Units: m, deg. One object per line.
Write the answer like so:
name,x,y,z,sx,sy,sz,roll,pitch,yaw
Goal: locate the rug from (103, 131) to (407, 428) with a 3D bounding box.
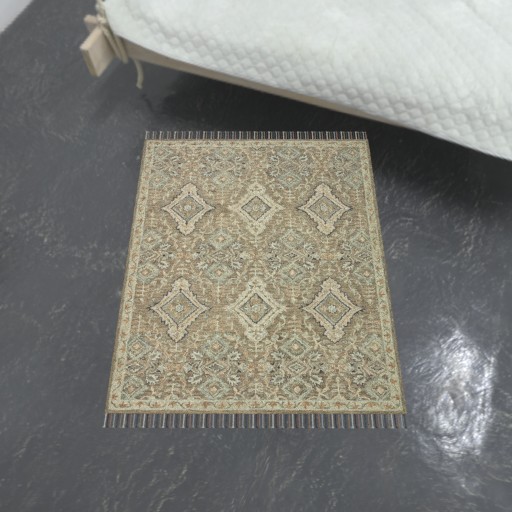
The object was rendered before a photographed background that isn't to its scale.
rug,0.000,0.000,4.204,2.437,0.010,3.056,0,64,0
